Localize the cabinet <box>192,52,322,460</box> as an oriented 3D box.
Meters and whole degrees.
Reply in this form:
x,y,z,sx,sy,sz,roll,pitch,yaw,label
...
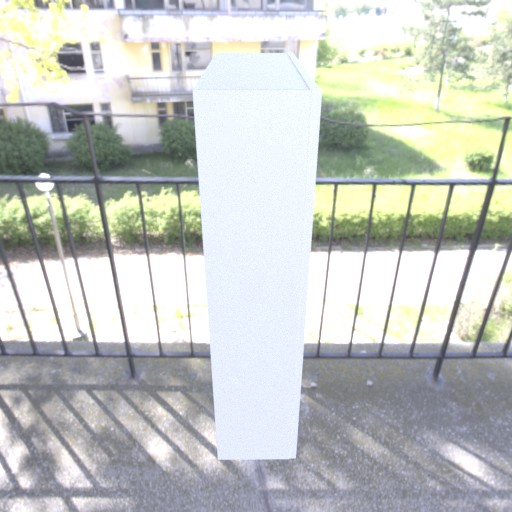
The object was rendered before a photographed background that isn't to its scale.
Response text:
x,y,z,sx,sy,sz,roll,pitch,yaw,label
0.000,0.000,2.713,0.480,2.160,1.250,0,30,0,cabinet
